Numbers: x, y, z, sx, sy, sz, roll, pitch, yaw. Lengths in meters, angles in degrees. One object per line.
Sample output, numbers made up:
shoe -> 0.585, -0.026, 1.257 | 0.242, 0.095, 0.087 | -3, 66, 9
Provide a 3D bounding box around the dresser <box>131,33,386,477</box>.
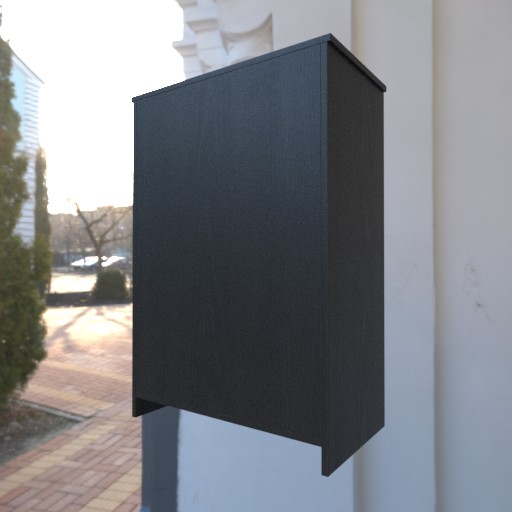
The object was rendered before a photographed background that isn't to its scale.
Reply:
dresser -> 0.000, 0.000, 1.378 | 0.700, 1.020, 0.398 | 0, -1, 35
